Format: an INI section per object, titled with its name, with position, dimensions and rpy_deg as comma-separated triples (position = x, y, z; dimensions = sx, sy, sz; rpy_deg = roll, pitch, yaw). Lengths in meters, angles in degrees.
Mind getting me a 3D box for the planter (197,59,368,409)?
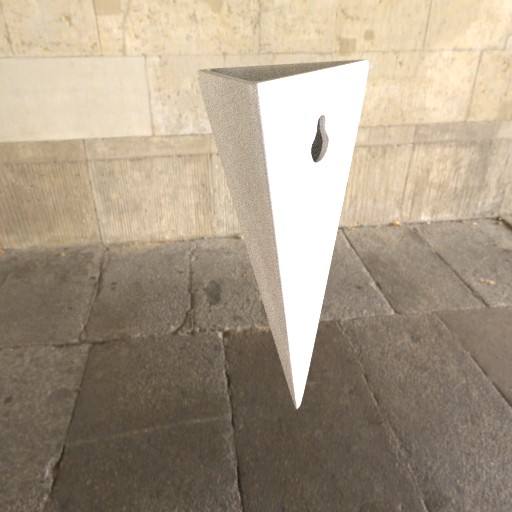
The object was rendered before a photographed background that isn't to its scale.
[planter]
position = 0.000, 0.000, 0.279
dimensions = 0.081, 0.224, 0.101
rpy_deg = 21, 36, 32
